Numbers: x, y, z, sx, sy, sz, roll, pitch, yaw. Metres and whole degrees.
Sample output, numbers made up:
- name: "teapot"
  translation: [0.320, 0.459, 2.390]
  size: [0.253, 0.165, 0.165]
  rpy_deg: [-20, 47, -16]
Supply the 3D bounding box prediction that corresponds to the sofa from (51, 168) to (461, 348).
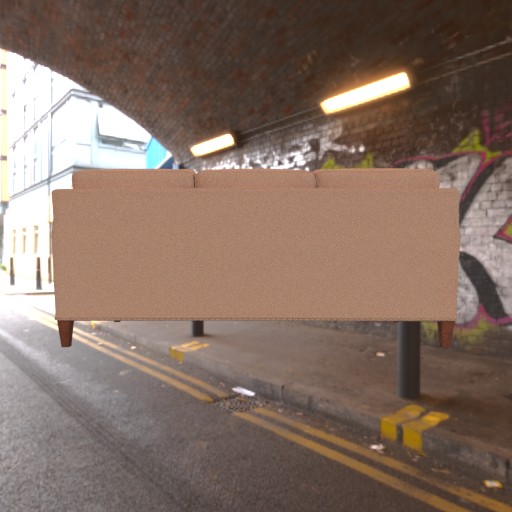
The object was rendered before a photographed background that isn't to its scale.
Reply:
- name: "sofa"
  translation: [0.000, 0.000, 2.865]
  size: [2.246, 1.003, 1.084]
  rpy_deg: [0, 0, 0]
